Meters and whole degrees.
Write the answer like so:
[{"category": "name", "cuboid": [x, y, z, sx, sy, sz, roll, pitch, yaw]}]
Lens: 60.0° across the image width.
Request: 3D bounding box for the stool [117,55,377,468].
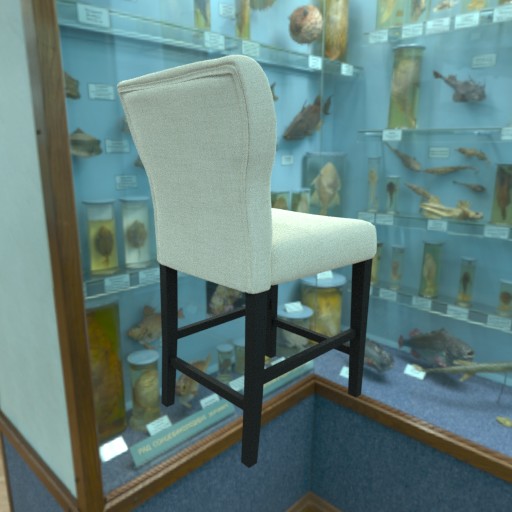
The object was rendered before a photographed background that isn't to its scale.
[{"category": "stool", "cuboid": [0.000, 0.000, 1.308, 0.603, 0.972, 0.514, -13, 19, -42]}]
